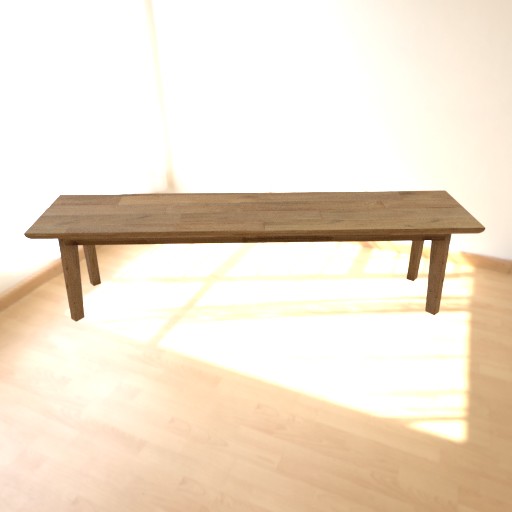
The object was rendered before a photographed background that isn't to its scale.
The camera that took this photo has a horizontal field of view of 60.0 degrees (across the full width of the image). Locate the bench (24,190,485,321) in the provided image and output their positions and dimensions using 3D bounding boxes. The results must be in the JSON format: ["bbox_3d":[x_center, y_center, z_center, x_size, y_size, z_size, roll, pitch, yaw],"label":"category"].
[{"bbox_3d":[0.000,0.000,1.897,1.698,0.431,0.378,-1,30,-1],"label":"bench"}]
